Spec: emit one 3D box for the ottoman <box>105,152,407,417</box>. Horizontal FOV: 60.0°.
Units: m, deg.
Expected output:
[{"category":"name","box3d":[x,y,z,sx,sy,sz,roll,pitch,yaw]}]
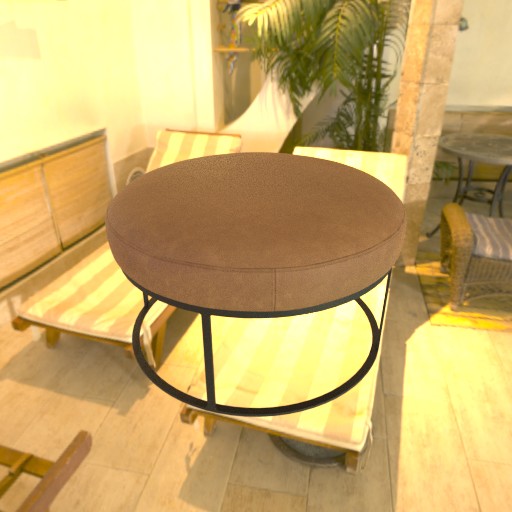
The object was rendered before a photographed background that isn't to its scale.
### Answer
[{"category":"ottoman","box3d":[0.000,0.000,1.251,0.771,0.460,0.771,0,28,0]}]
